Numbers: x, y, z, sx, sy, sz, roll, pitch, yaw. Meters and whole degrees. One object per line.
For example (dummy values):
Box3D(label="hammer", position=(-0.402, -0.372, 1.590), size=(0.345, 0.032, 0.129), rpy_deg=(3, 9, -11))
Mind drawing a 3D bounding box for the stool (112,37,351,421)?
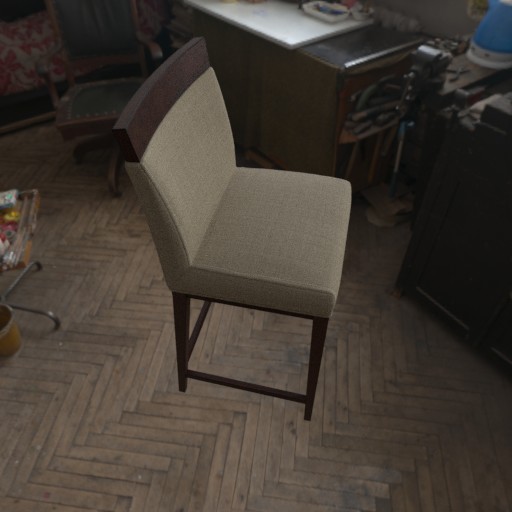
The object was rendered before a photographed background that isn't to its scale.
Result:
Box3D(label="stool", position=(0.000, 0.000, 1.271), size=(0.480, 1.011, 0.463), rpy_deg=(10, 47, 9))
